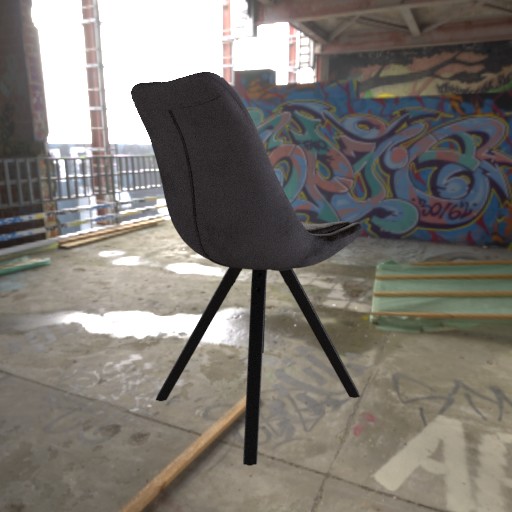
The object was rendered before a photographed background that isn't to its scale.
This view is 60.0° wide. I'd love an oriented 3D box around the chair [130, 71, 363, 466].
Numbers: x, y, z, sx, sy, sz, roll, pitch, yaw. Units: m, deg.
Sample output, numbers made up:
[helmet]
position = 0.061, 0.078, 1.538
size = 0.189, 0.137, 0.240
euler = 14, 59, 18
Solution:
[chair]
position = 0.000, 0.000, 1.191
size = 0.550, 0.850, 0.476
euler = -14, 19, -43
